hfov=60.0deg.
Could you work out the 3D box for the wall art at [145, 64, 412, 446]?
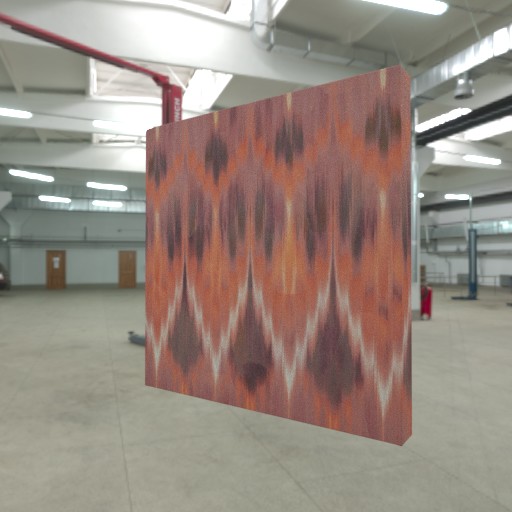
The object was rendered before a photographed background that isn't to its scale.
[{"bbox_3d":[0.000,0.000,0.601,0.403,0.406,0.038,-1,-1,35],"label":"wall art"}]
